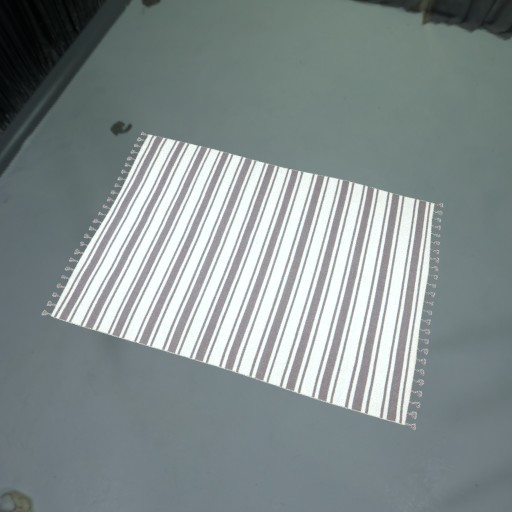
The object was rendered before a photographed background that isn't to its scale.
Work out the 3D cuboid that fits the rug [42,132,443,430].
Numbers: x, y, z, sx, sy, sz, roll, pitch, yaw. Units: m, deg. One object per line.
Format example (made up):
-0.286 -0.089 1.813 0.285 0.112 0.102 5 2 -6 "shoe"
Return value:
0.000 0.000 3.821 3.040 0.017 2.030 15 64 8 "rug"
